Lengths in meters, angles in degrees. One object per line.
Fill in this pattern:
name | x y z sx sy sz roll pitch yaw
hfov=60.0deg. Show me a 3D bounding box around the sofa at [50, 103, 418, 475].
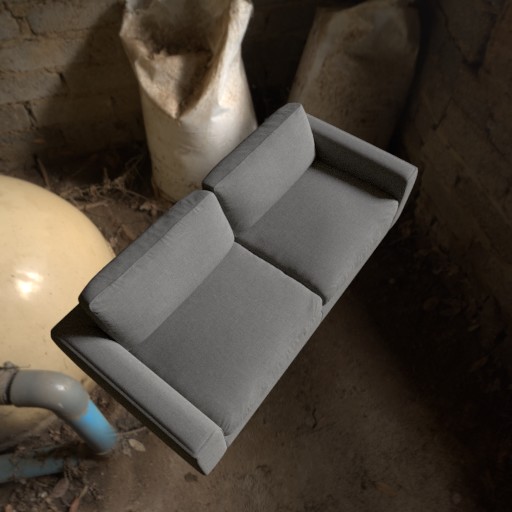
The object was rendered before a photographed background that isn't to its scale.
sofa | 0.000 0.000 2.748 1.070 0.801 2.262 33 63 19
